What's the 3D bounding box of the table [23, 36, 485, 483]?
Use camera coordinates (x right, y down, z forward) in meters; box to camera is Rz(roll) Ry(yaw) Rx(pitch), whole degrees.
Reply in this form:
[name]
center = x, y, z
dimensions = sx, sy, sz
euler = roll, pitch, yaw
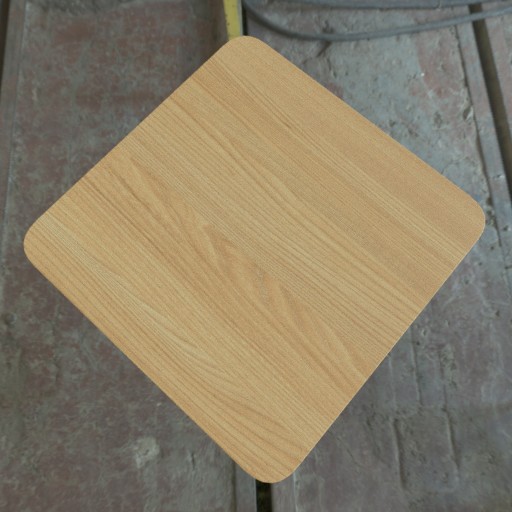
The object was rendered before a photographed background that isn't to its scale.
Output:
[table]
center = 0.000, 0.000, 1.183
dimensions = 0.750, 0.450, 0.750
euler = 41, 79, 10
